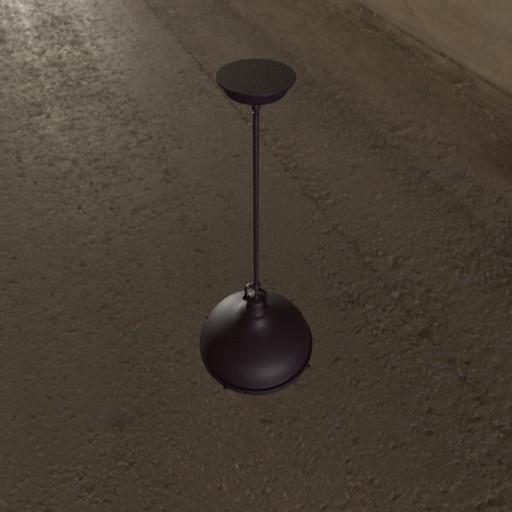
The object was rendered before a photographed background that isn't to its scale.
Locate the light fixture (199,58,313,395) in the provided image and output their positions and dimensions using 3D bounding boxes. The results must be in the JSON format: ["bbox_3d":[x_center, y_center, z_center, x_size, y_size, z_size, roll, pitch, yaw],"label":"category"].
[{"bbox_3d":[0.000,0.000,1.024,0.341,0.849,0.341,22,50,20],"label":"light fixture"}]
